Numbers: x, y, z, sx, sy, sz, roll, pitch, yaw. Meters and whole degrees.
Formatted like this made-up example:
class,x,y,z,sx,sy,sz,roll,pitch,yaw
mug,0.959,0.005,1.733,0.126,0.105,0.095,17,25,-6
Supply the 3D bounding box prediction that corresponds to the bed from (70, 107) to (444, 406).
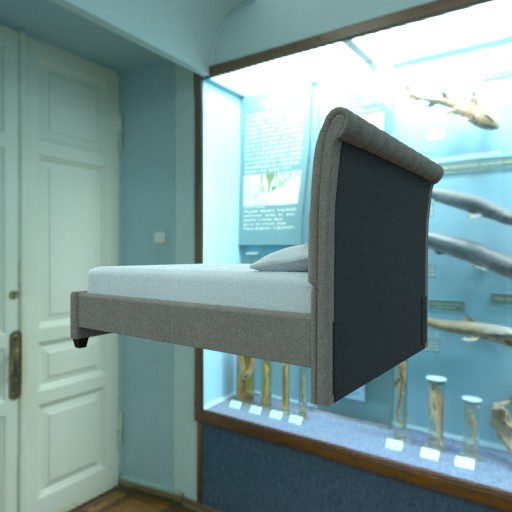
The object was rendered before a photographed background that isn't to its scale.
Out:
class,x,y,z,sx,sy,sz,roll,pitch,yaw
bed,0.000,0.000,3.289,2.252,1.371,1.645,0,0,36
